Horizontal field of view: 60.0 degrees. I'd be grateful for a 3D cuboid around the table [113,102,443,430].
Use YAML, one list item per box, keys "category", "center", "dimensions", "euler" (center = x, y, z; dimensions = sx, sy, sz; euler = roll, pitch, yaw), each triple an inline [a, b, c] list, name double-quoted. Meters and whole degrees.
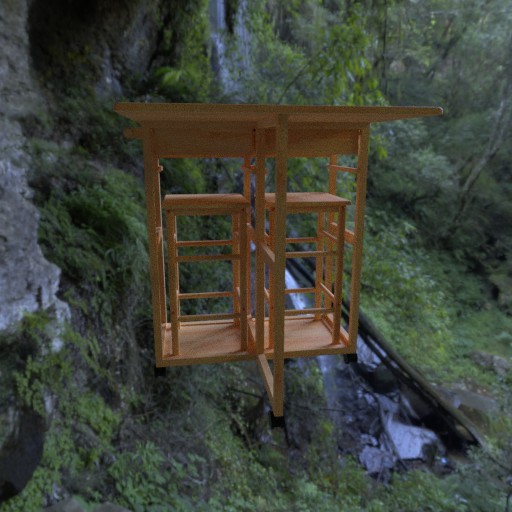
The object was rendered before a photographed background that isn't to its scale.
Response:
- category: "table"
  center: [0.000, 0.000, 1.373]
  dimensions: [0.752, 0.832, 0.693]
  euler: [-2, 14, -8]
